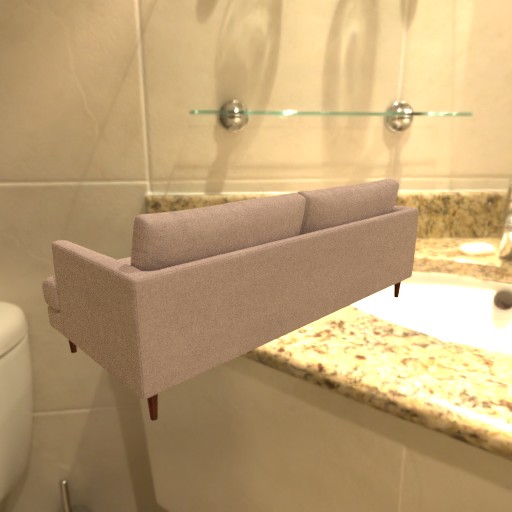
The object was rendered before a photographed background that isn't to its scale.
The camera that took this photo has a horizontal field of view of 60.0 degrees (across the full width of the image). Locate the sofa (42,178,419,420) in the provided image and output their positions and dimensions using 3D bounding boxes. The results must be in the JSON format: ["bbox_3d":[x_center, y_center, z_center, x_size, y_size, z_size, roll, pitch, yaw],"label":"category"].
[{"bbox_3d":[0.000,0.000,2.778,2.250,0.868,1.020,-15,22,-42],"label":"sofa"}]
